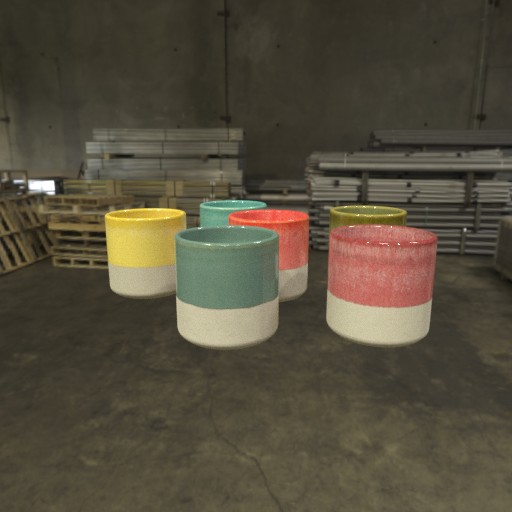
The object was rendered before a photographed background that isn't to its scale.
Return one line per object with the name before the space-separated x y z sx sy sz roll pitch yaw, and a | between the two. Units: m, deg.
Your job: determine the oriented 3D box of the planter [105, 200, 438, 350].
planter | 0.000 0.000 0.412 0.286 0.075 0.257 2 13 7
